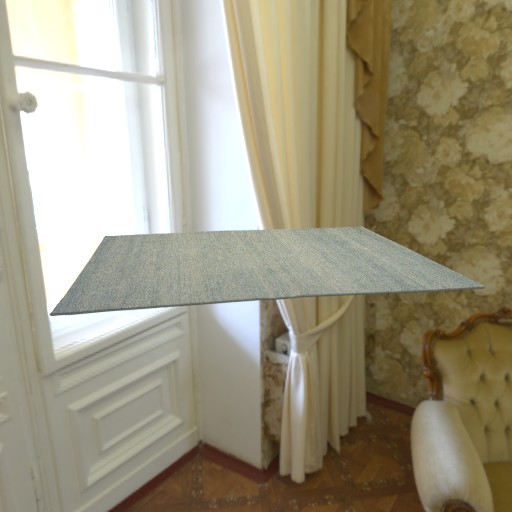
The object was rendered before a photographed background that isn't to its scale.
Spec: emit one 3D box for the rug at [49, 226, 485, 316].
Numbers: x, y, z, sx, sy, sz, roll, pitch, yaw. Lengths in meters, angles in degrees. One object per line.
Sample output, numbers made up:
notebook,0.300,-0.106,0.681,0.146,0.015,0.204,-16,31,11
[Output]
rug,0.000,0.000,4.361,3.237,0.046,2.461,-2,15,-9
